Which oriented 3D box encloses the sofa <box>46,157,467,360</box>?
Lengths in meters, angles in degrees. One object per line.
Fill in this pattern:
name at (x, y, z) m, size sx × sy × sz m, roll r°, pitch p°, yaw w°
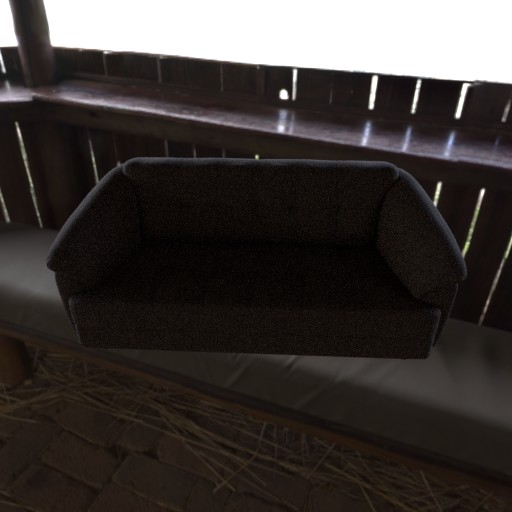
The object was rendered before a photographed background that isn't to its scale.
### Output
sofa at (0.000, 0.000, 2.295) m, size 1.849 × 0.790 × 0.887 m, roll 2°, pitch 31°, yaw 3°
